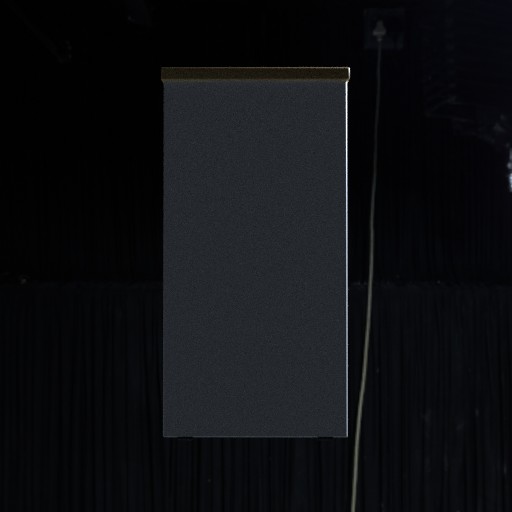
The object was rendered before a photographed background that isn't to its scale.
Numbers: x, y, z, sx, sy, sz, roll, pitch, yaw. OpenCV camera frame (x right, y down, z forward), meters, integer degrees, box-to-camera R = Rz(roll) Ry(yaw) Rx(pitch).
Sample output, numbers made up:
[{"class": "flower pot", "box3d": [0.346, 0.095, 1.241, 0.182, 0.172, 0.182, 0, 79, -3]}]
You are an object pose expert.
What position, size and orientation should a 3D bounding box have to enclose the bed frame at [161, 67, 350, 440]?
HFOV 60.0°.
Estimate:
[{"class": "bed frame", "box3d": [0.000, 0.000, 1.657, 0.430, 0.850, 1.300, 0, 0, 0]}]
